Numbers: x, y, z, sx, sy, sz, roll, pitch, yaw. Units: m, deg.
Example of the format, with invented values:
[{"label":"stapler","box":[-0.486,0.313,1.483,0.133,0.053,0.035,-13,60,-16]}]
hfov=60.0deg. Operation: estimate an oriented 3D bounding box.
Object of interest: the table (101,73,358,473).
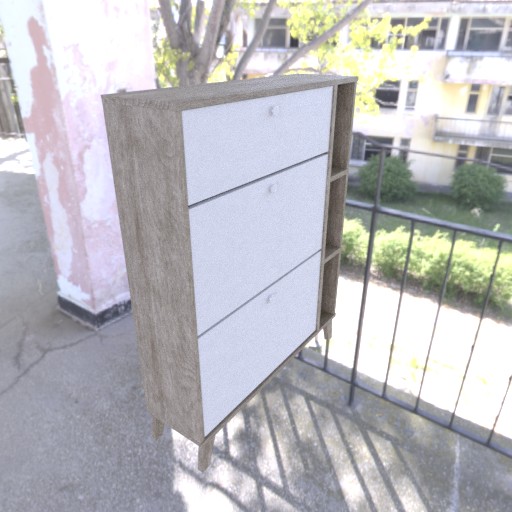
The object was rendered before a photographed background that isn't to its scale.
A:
[{"label":"table","box":[0.000,0.000,1.562,0.256,1.135,0.902,18,31,32]}]
